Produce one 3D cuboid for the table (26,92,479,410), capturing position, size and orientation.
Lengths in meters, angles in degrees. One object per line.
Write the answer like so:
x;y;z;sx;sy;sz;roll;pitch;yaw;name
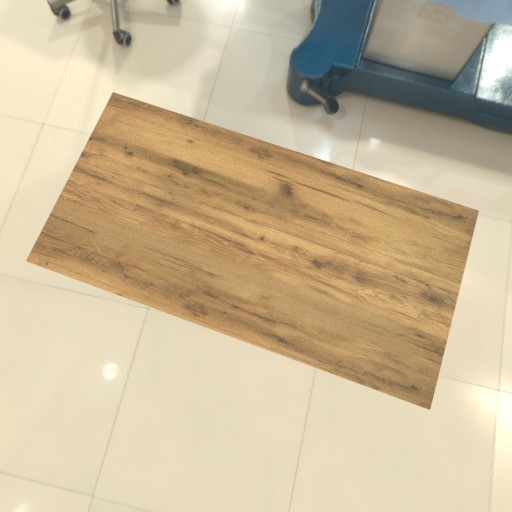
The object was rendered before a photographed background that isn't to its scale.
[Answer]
0.000;0.000;2.544;2.000;0.770;1.000;19;76;5;table
